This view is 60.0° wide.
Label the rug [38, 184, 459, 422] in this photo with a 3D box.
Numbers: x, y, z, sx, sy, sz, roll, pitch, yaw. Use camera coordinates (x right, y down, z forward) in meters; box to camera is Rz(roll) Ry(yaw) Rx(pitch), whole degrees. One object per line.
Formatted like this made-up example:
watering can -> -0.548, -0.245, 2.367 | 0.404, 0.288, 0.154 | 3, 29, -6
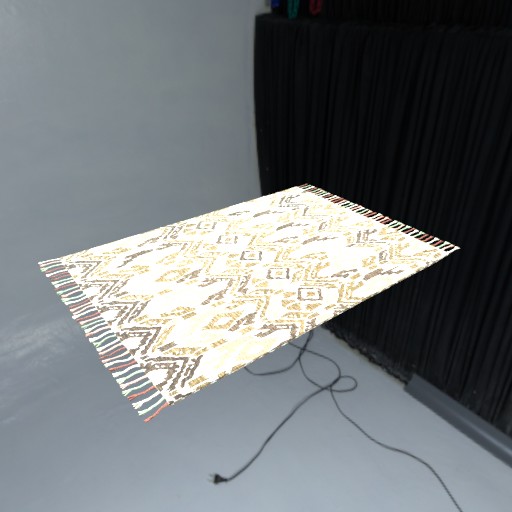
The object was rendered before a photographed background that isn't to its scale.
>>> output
rug -> 0.000, 0.000, 2.277 | 1.829, 0.008, 1.219 | -21, 36, -32
